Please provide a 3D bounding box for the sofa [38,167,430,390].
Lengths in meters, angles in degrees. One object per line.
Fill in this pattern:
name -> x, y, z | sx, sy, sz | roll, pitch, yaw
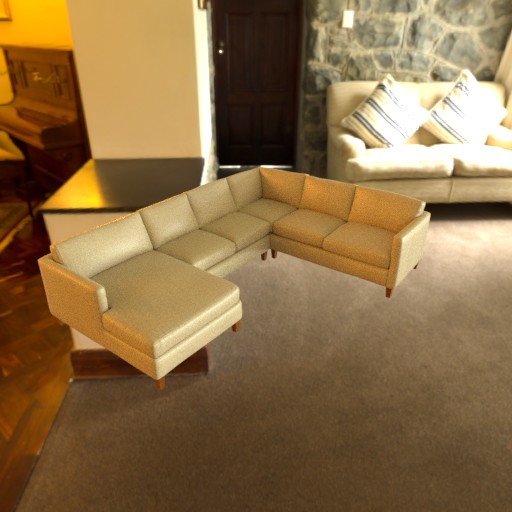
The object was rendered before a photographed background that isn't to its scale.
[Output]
sofa -> 0.000, 0.000, 4.771 | 2.594, 0.961, 3.460 | 19, 33, 33
